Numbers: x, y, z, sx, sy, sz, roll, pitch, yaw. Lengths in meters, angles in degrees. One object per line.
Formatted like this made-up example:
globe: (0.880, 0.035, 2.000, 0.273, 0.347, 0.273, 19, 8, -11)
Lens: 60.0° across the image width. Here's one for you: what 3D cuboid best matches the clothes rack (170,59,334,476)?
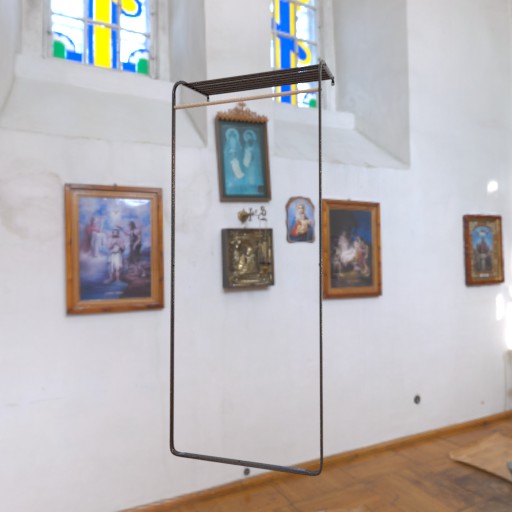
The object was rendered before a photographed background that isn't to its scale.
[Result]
clothes rack: (0.000, 0.000, 1.839, 0.609, 1.574, 0.349, -1, -2, 18)
